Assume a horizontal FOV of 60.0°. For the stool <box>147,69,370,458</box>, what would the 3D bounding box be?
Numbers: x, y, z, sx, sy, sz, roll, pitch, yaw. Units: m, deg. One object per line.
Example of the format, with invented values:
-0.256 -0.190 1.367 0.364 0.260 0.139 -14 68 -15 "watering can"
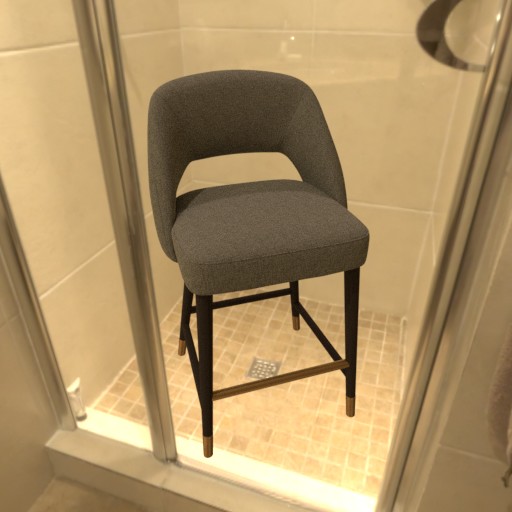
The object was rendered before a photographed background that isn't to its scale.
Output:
0.000 0.000 1.260 0.536 0.925 0.524 -9 32 -16 "stool"
